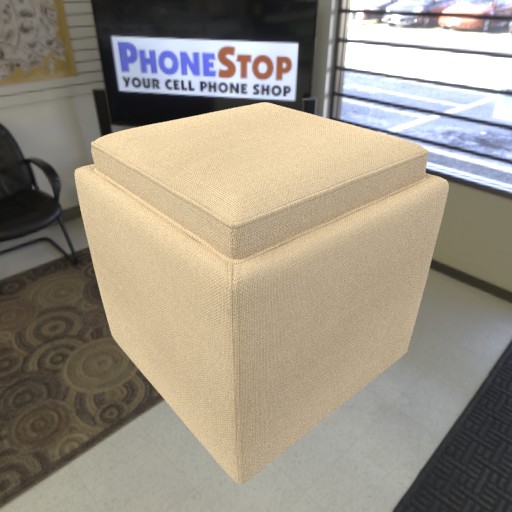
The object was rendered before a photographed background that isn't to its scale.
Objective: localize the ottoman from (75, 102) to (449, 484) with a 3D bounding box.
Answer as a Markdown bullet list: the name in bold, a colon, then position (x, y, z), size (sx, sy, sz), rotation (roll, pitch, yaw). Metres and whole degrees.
- **ottoman**: position (0.000, 0.000, 0.800), size (0.451, 0.460, 0.450), rotation (-24, 39, -33)
